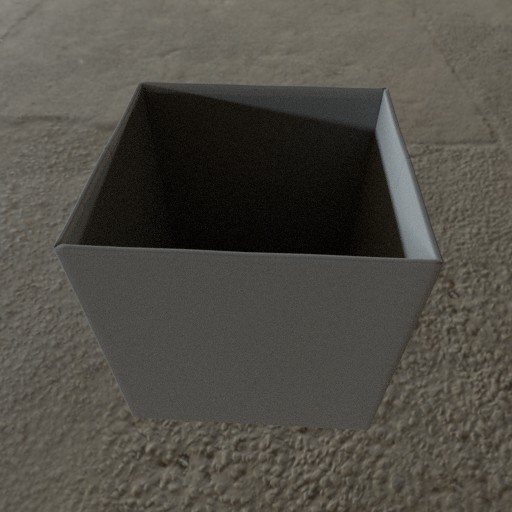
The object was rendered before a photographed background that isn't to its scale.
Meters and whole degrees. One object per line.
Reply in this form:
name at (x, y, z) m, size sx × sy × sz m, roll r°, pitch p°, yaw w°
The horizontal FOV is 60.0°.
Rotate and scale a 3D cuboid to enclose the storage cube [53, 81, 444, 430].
storage cube at (0.000, 0.000, 0.490) m, size 0.270 × 0.280 × 0.270 m, roll 2°, pitch 47°, yaw 2°
